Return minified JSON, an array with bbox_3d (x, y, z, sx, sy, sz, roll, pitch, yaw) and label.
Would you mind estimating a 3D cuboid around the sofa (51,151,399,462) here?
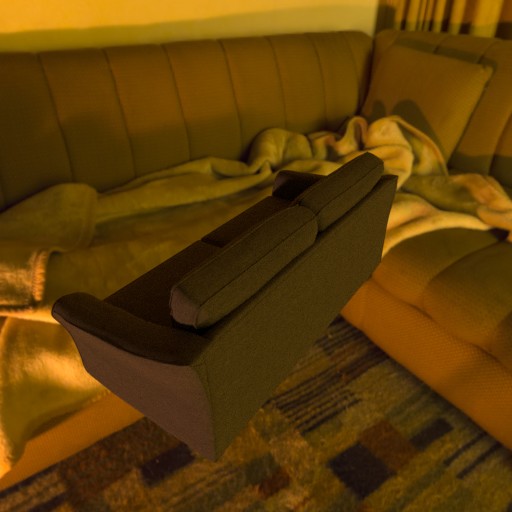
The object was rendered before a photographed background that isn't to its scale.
[{"bbox_3d":[0.000,0.000,2.768,0.971,0.950,2.270,20,38,29],"label":"sofa"}]
